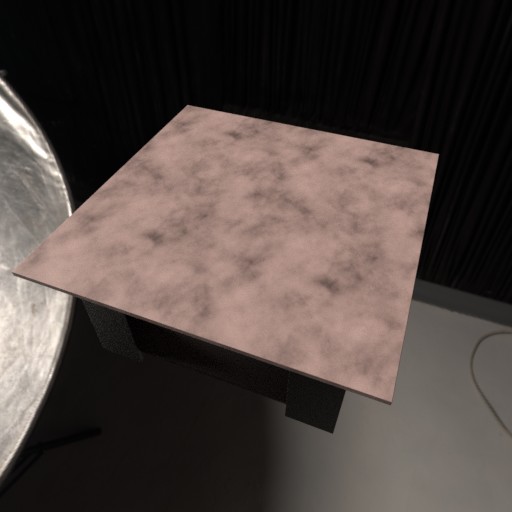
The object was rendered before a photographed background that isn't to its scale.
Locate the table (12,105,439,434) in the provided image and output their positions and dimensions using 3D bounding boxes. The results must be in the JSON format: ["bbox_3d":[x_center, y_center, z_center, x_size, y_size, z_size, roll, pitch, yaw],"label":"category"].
[{"bbox_3d":[0.000,0.000,1.027,0.670,0.305,0.670,16,48,15],"label":"table"}]
